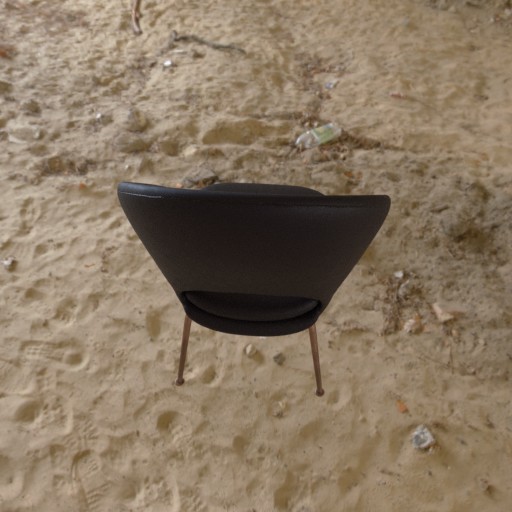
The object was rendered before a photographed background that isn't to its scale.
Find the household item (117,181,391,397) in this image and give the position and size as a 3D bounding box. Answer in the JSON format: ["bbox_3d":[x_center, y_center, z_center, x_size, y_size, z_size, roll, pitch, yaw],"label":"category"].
[{"bbox_3d":[0.000,0.000,1.223,0.623,0.852,0.573,3,47,3],"label":"household item"}]
